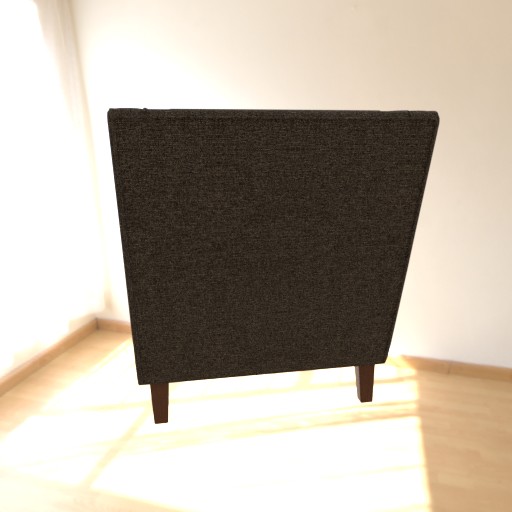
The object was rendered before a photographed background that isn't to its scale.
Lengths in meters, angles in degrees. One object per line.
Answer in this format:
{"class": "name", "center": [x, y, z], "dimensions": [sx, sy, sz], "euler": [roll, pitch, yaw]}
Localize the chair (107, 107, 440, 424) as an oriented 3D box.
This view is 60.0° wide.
{"class": "chair", "center": [0.000, 0.000, 1.775], "dimensions": [0.942, 1.082, 0.927], "euler": [-3, 16, -9]}
